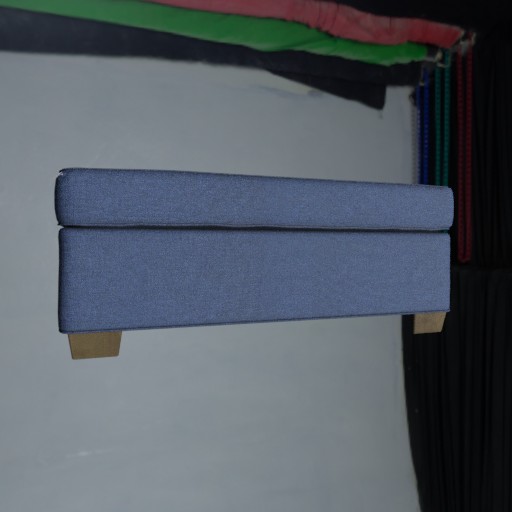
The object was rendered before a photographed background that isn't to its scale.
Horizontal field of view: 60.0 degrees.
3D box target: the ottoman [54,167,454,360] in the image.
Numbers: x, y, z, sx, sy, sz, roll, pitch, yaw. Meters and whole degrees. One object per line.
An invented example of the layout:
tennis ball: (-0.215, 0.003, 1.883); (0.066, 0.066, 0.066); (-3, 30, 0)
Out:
ottoman: (0.000, 0.000, 1.376); (1.110, 0.460, 0.515); (0, 1, -19)
